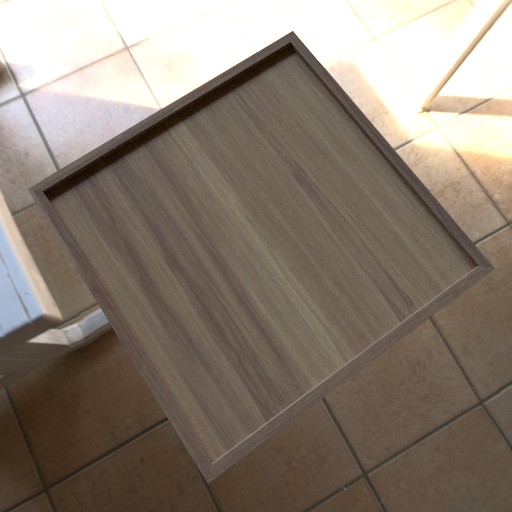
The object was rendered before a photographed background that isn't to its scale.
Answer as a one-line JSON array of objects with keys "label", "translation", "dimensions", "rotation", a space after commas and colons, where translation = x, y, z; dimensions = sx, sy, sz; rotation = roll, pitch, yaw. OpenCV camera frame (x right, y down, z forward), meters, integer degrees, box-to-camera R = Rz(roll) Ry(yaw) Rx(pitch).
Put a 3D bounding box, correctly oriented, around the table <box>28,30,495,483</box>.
[{"label": "table", "translation": [0.000, 0.000, 1.116], "dimensions": [0.676, 0.464, 0.679], "rotation": [-34, 78, -8]}]
